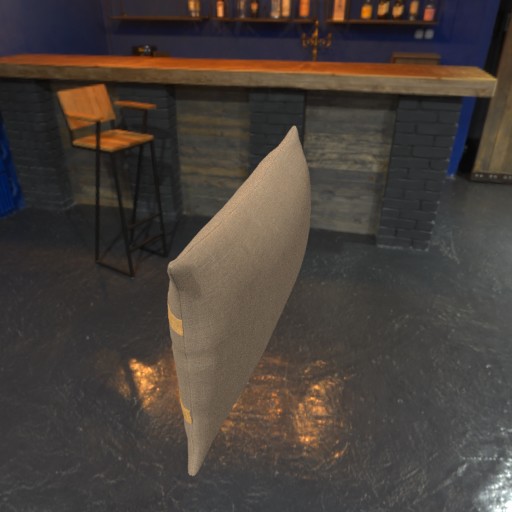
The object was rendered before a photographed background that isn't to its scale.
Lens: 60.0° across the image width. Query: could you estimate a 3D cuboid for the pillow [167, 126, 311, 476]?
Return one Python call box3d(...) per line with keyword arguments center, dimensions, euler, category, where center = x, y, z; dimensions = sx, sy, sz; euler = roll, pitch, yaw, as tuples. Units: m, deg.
box3d(center=(0.000, 0.000, 0.739), dimensions=(0.148, 0.308, 0.612), euler=(8, 30, 13), category="pillow")
